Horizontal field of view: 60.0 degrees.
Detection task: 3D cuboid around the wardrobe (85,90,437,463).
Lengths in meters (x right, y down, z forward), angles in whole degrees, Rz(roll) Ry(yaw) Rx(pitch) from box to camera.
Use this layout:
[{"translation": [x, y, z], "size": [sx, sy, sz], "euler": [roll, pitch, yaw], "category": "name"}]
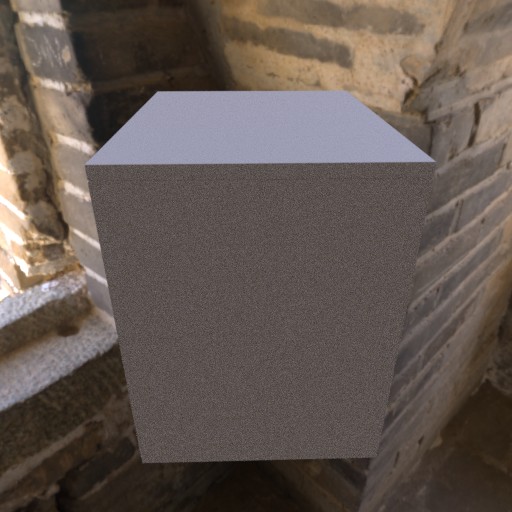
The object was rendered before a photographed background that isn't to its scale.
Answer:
[{"translation": [0.000, 0.000, 0.847], "size": [0.400, 0.520, 0.500], "euler": [-1, 29, -1], "category": "wardrobe"}]
